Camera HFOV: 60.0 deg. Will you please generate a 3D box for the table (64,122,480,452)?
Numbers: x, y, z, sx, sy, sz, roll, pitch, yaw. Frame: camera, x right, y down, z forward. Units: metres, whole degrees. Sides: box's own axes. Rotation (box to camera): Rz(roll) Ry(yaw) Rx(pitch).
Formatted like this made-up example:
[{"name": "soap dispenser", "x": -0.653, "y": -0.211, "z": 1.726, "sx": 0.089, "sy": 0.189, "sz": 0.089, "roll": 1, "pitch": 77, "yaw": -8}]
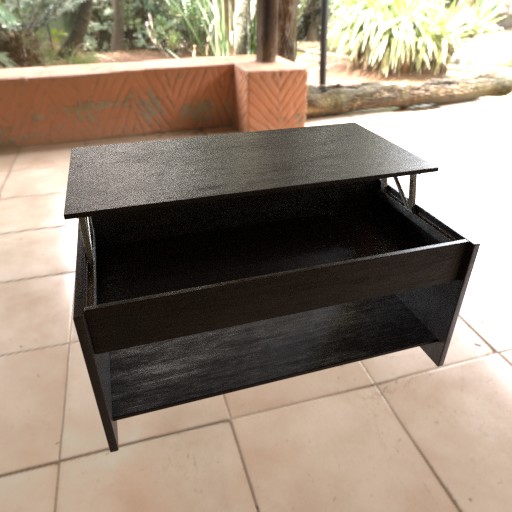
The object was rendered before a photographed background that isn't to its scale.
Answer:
[{"name": "table", "x": 0.000, "y": 0.000, "z": 1.391, "sx": 1.000, "sy": 0.570, "sz": 0.712, "roll": -9, "pitch": 33, "yaw": -15}]
